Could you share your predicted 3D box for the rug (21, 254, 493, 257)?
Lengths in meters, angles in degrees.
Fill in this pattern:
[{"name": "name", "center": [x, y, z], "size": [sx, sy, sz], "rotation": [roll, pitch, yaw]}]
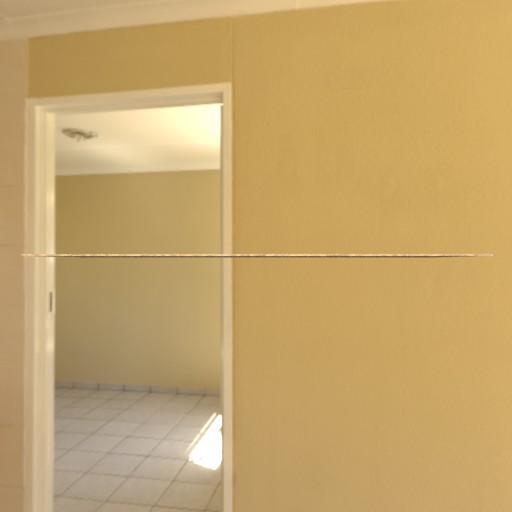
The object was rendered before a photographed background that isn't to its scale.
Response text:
[{"name": "rug", "center": [0.000, 0.000, 2.666], "size": [2.436, 0.013, 0.807], "rotation": [0, -1, 0]}]
